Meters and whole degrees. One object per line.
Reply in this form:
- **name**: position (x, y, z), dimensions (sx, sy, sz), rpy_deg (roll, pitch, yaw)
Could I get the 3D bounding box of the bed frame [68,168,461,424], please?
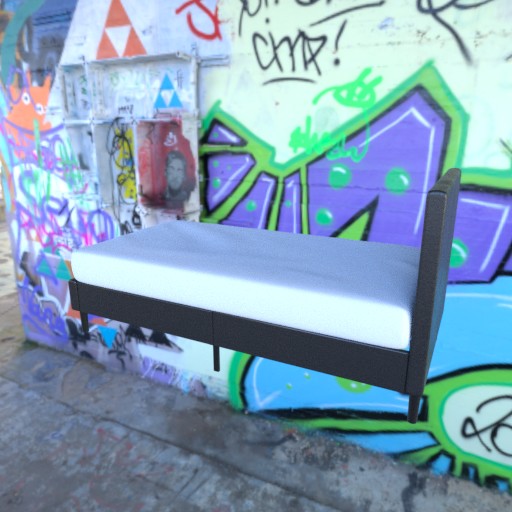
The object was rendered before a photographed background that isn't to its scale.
- **bed frame**: position (0.000, 0.000, 2.533), dimensions (2.152, 1.046, 1.038), rpy_deg (8, 18, 26)
